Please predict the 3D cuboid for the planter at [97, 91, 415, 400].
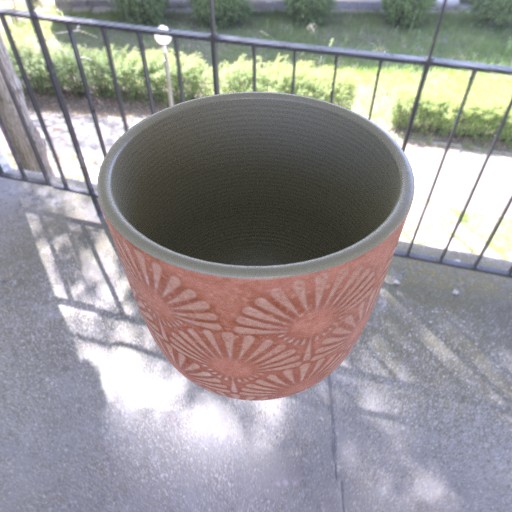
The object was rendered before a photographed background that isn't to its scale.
[{"bbox_3d":[0.000,0.000,0.216,0.124,0.109,0.124,0,46,0],"label":"planter"}]
